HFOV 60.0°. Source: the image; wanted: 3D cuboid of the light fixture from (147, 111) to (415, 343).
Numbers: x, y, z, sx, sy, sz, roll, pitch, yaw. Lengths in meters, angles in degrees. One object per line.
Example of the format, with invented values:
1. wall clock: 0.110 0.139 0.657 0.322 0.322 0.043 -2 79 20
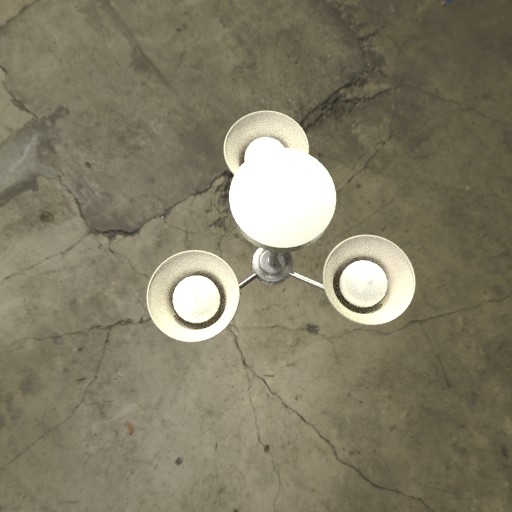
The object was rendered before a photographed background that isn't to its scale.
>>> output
1. light fixture: 0.000 0.000 0.672 0.354 0.370 0.388 -34 78 -8
